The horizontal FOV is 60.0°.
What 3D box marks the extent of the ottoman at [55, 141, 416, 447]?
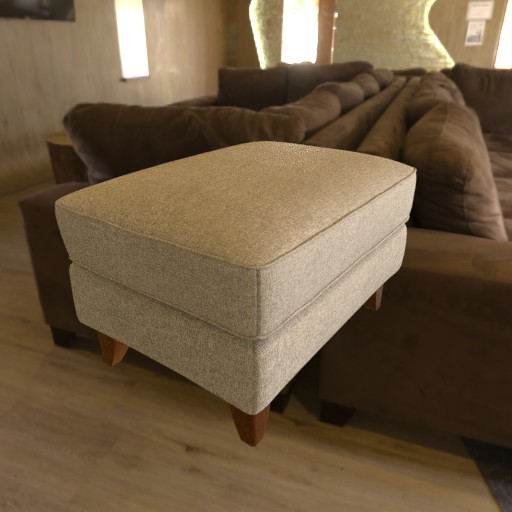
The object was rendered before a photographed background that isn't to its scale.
[{"bbox_3d":[0.000,0.000,1.324,0.661,0.561,0.889,17,30,32],"label":"ottoman"}]
